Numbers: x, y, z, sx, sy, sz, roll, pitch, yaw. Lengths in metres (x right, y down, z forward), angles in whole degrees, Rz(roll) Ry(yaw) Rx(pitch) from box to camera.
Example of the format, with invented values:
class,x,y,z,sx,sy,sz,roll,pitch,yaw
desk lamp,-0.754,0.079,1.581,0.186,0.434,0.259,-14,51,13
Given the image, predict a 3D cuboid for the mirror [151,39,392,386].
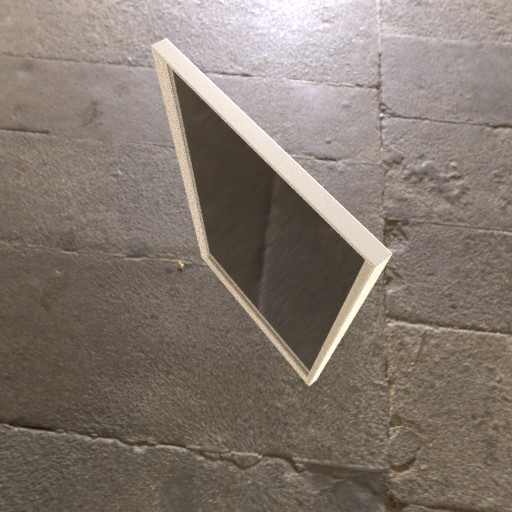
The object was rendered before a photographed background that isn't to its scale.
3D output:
class,x,y,z,sx,sy,sz,roll,pitch,yaw
mirror,0.000,0.000,1.168,0.041,0.915,0.609,-35,68,-16
